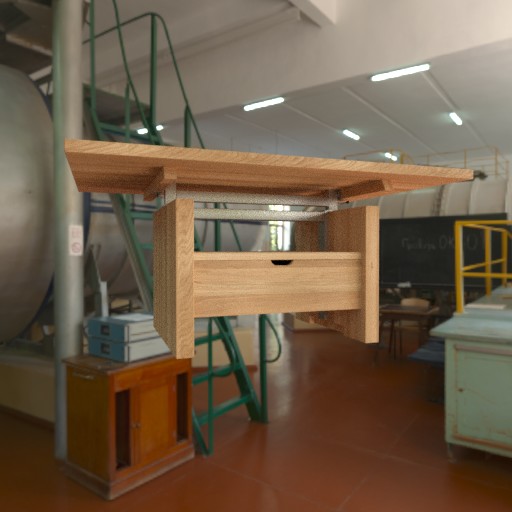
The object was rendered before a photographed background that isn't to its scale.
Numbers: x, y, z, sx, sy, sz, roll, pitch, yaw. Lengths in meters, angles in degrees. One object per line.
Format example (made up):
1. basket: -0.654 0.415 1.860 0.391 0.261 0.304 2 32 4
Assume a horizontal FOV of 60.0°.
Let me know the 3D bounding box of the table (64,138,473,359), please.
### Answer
1. table: 0.000 0.000 1.445 1.100 0.510 0.700 0 1 -20
